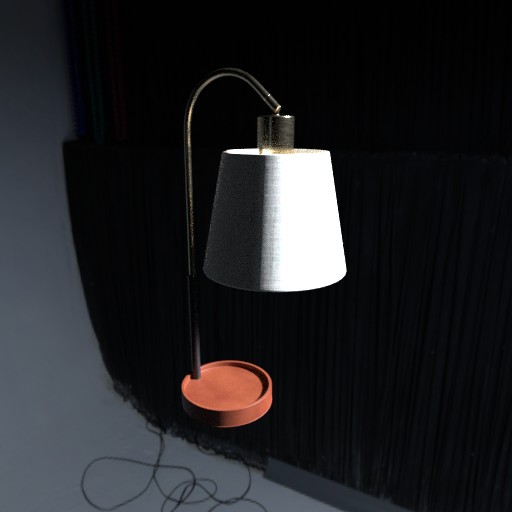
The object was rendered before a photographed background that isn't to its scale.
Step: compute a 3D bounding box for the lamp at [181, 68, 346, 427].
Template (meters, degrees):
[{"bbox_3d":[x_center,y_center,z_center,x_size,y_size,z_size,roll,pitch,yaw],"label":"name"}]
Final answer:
[{"bbox_3d":[0.000,0.000,0.674,0.273,0.536,0.211,9,18,29],"label":"lamp"}]
